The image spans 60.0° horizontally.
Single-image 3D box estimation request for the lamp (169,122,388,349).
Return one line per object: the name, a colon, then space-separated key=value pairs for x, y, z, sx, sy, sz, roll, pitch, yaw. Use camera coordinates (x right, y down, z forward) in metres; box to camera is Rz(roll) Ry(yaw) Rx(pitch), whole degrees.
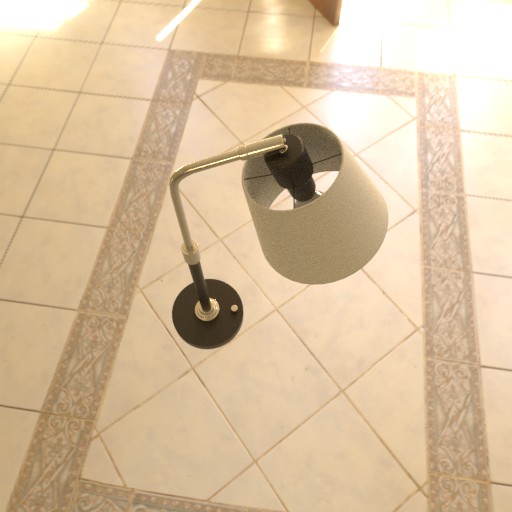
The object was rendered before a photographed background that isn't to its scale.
lamp: x=0.000 y=0.000 z=0.698 sx=0.348 sy=0.539 sz=0.181 roll=-1 pitch=63 yaw=-1
